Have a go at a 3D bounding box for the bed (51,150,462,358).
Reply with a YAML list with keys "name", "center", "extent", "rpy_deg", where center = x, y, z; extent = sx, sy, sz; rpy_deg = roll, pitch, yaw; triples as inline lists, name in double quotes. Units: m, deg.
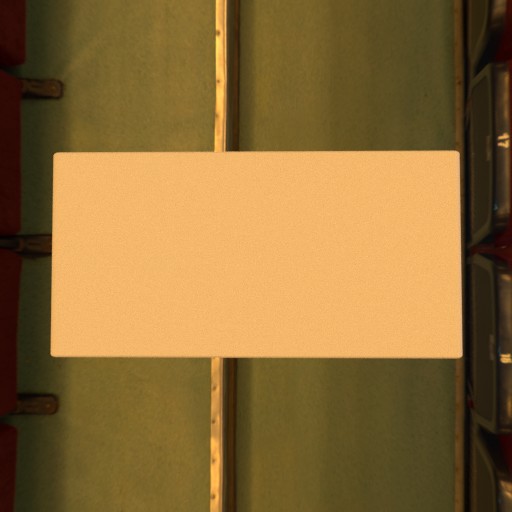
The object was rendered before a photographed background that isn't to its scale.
- name: "bed"
  center: [0.000, 0.000, 2.345]
  extent: [1.902, 0.616, 0.961]
  rpy_deg: [0, 88, 1]
